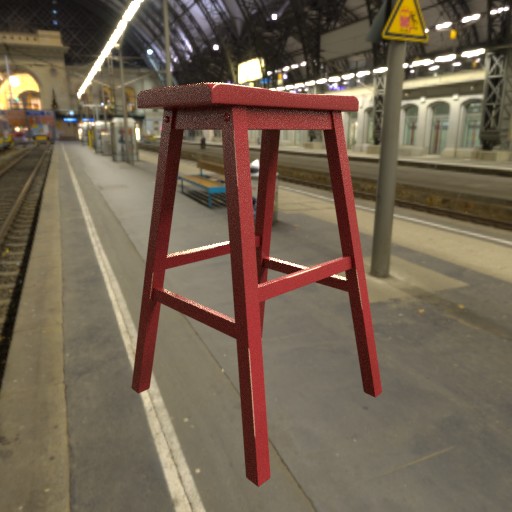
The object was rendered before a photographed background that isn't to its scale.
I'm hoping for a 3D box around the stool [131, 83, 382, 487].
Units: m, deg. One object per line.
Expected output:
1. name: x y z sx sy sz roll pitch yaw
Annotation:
1. stool: 0.000 0.000 1.066 0.457 0.737 0.476 -15 22 -43
